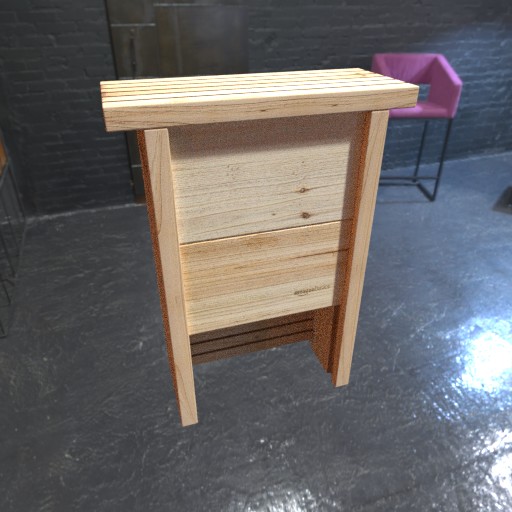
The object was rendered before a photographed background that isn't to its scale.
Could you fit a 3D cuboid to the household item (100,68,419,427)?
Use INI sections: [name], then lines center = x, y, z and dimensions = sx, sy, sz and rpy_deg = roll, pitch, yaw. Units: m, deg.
[household item]
center = 0.000, 0.000, 0.554
dimensions = 0.301, 0.407, 0.123
rpy_deg = -9, 32, -15
